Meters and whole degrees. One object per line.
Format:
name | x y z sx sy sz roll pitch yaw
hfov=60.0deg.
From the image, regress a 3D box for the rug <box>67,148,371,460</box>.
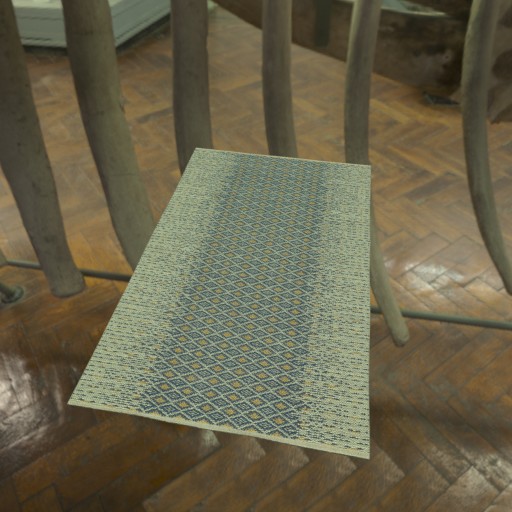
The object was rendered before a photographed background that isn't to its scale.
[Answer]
rug | 0.000 0.000 3.030 1.541 0.008 2.448 7 46 7
